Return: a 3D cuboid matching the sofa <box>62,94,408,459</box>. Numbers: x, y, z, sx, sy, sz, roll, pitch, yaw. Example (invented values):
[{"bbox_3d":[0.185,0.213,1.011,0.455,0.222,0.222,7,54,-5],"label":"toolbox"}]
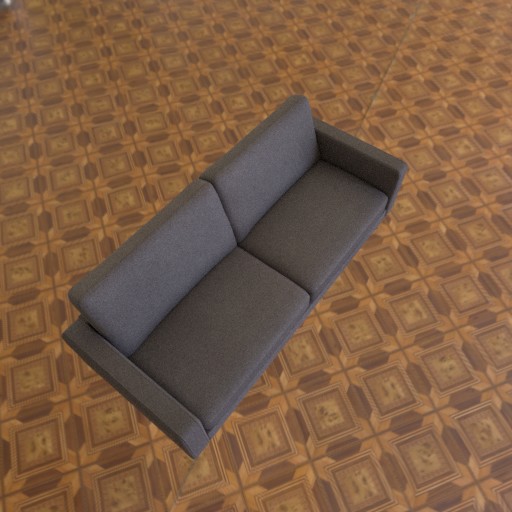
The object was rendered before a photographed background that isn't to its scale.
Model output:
[{"bbox_3d":[0.000,0.000,2.415,0.774,0.828,1.925,33,63,19],"label":"sofa"}]
